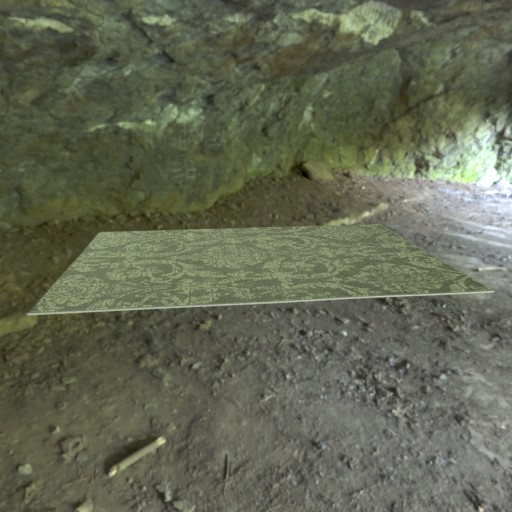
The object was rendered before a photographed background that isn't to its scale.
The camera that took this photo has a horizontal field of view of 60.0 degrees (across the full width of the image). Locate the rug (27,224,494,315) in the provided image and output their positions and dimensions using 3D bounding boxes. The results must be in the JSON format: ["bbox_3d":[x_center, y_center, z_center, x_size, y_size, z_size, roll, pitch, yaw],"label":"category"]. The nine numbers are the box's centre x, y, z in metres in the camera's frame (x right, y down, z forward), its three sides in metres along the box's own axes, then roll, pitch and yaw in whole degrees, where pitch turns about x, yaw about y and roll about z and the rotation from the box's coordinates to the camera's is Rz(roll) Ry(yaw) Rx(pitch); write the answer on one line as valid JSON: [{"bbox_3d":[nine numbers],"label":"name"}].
[{"bbox_3d":[0.000,0.000,2.282,1.824,0.012,1.206,-2,17,-7],"label":"rug"}]
